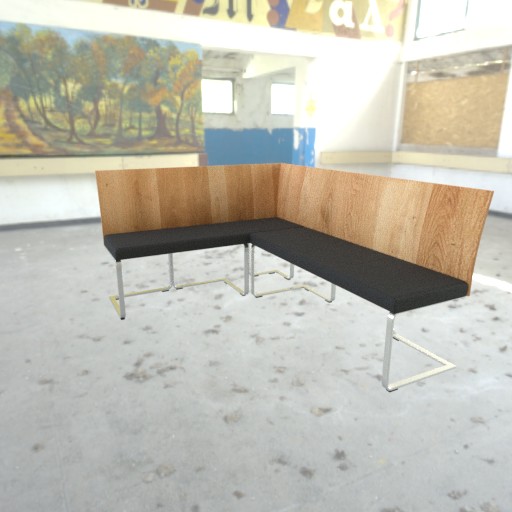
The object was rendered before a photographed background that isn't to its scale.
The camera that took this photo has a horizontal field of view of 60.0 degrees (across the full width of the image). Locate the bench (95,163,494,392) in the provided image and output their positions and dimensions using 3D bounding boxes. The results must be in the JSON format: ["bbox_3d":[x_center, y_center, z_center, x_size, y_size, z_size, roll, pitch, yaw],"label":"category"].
[{"bbox_3d":[0.000,0.000,2.693,1.495,0.930,1.945,-8,18,-26],"label":"bench"}]
